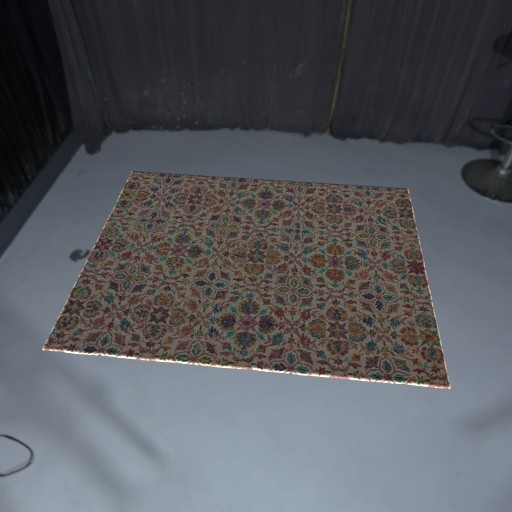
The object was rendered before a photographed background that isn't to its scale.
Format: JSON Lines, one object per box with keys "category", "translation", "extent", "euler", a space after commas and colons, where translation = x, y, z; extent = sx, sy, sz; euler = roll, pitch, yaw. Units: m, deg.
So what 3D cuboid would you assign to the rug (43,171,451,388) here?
{"category": "rug", "translation": [0.000, 0.000, 4.295], "extent": [3.215, 0.020, 2.446], "euler": [4, 47, 4]}
